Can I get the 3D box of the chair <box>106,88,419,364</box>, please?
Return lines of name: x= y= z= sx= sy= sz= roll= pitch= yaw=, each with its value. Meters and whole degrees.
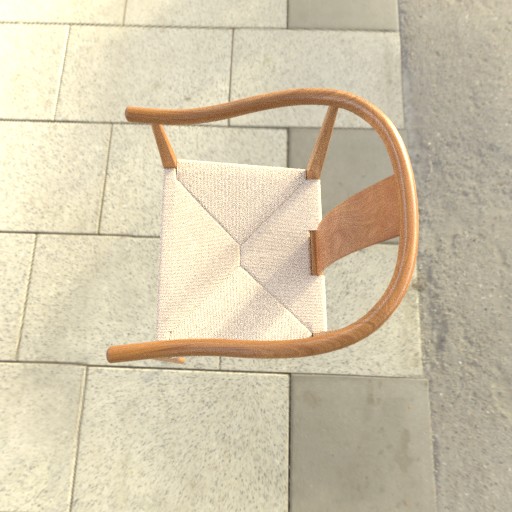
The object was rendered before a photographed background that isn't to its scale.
chair: x=0.000 y=0.000 z=1.170 sx=0.579 sy=0.800 sz=0.556 roll=0 pitch=75 yaw=0
